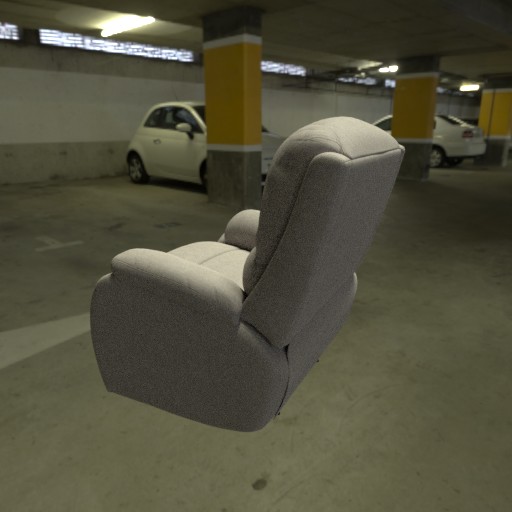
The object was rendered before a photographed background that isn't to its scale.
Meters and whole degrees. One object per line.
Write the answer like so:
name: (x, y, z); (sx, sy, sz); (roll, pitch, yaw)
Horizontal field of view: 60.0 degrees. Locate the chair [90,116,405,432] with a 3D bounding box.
chair: (0.000, 0.000, 1.695); (0.899, 1.011, 0.930); (8, 18, 26)
